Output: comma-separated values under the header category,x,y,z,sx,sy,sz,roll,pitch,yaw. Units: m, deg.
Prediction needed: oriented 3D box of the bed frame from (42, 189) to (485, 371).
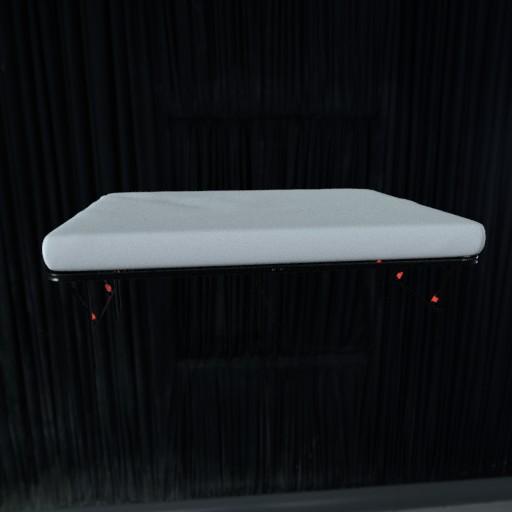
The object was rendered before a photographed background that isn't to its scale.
category,x,y,z,sx,sy,sz,roll,pitch,yaw
bed frame,0.000,0.000,2.553,1.905,0.637,1.372,-2,15,-7
